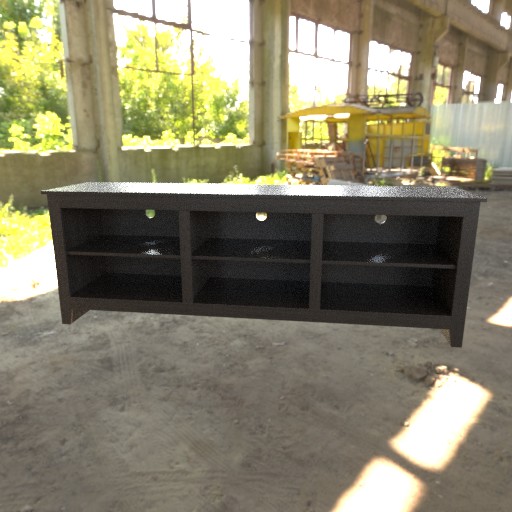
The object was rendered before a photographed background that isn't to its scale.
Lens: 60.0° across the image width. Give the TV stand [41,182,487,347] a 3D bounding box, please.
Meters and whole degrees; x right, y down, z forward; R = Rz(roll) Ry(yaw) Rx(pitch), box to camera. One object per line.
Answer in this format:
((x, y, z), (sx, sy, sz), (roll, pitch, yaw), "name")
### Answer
((0.000, 0.000, 2.025), (1.778, 0.610, 0.406), (2, 15, 8), "TV stand")
